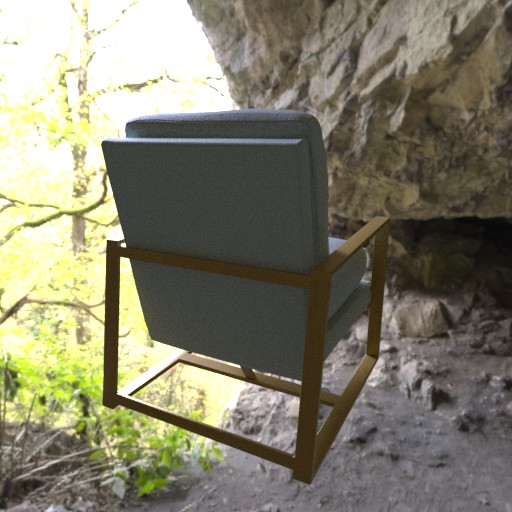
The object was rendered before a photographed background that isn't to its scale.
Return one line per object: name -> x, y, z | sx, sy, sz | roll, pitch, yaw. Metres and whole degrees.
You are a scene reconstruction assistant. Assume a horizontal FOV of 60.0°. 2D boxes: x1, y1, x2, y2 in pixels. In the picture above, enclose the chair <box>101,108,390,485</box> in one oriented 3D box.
chair -> 0.000, 0.000, 1.555 | 0.758, 0.956, 0.813 | 8, 17, 27
